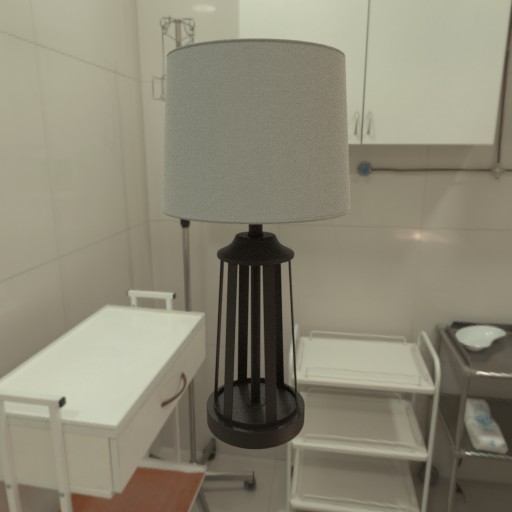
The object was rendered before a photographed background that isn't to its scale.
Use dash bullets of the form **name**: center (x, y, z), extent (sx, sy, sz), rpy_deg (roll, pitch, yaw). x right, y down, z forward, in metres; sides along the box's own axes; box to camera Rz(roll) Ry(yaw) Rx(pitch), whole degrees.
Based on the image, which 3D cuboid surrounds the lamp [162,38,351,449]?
- **lamp**: center (0.000, 0.000, 0.617), extent (0.251, 0.509, 0.251), rpy_deg (0, 14, 0)
